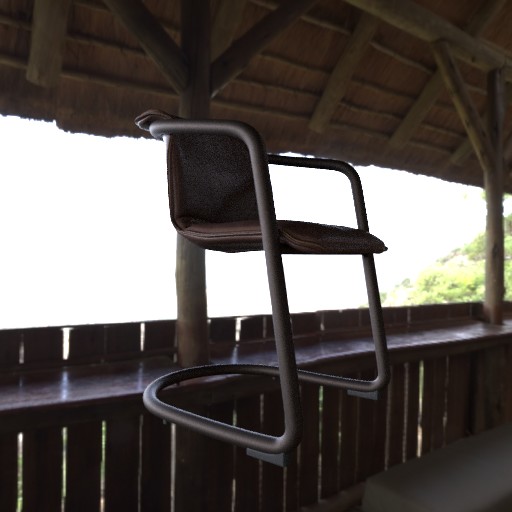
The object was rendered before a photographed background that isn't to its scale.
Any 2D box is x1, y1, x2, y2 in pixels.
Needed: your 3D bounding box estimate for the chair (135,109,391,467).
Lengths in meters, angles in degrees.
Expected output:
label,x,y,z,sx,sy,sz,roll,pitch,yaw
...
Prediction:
label,x,y,z,sx,sy,sz,roll,pitch,yaw
chair,0.000,0.000,1.245,0.664,0.836,0.536,0,0,36
